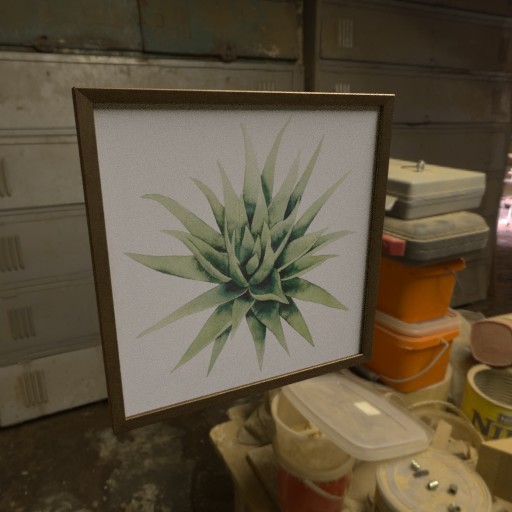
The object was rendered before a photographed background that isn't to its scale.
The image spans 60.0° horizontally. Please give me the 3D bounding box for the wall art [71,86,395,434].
[{"bbox_3d":[0.000,0.000,0.727,0.503,0.506,0.030,-8,19,-24],"label":"wall art"}]
